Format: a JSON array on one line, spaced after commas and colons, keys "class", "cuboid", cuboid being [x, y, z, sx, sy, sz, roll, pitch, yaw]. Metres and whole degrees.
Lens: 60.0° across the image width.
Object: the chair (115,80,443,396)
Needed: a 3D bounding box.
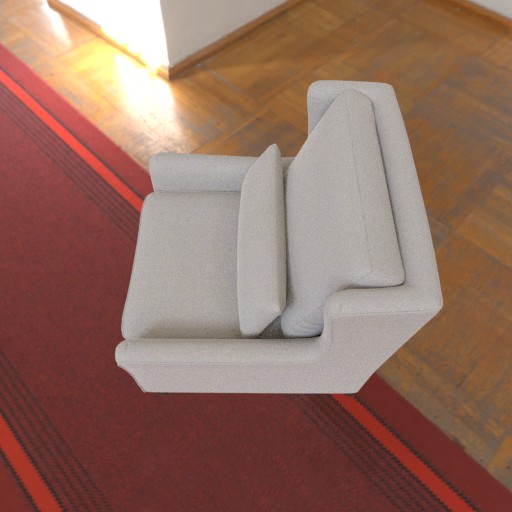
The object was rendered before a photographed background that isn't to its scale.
[{"class": "chair", "cuboid": [0.000, 0.000, 1.839, 1.040, 1.056, 0.982, 0, 59, 0]}]
